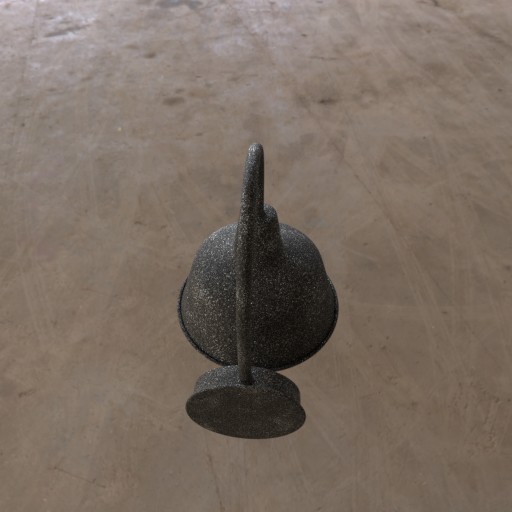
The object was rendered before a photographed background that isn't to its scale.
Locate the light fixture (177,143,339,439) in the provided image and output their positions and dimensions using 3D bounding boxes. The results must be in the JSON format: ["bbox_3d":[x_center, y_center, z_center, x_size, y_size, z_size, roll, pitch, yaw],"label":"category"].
[{"bbox_3d":[0.000,0.000,0.485,0.216,0.300,0.283,3,47,3],"label":"light fixture"}]
